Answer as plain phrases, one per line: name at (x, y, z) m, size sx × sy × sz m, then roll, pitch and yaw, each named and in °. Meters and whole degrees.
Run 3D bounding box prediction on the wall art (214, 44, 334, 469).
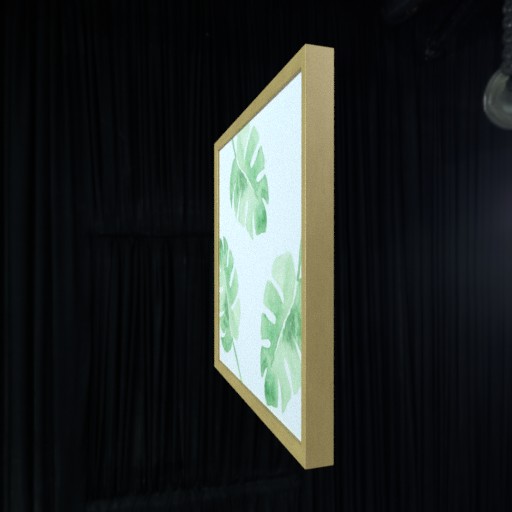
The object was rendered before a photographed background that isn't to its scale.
wall art at (0.000, 0.000, 0.775) m, size 0.038 × 0.508 × 0.508 m, roll 0°, pitch 0°, yaw -18°
